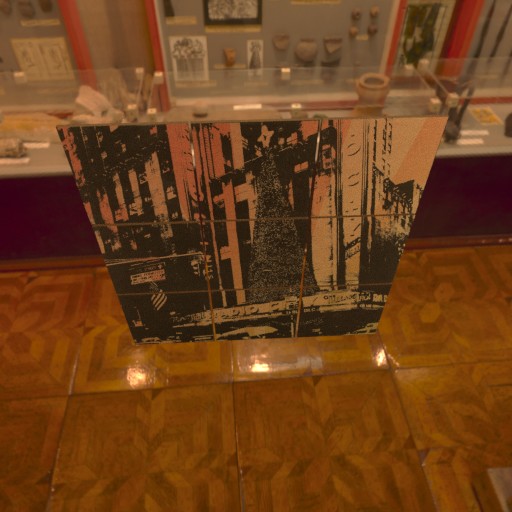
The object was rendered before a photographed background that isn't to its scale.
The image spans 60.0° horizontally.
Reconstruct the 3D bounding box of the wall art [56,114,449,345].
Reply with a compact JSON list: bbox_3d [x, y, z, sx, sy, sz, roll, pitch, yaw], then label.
[{"bbox_3d":[0.000,0.000,1.810,1.216,1.216,0.013,-2,47,-2],"label":"wall art"}]
